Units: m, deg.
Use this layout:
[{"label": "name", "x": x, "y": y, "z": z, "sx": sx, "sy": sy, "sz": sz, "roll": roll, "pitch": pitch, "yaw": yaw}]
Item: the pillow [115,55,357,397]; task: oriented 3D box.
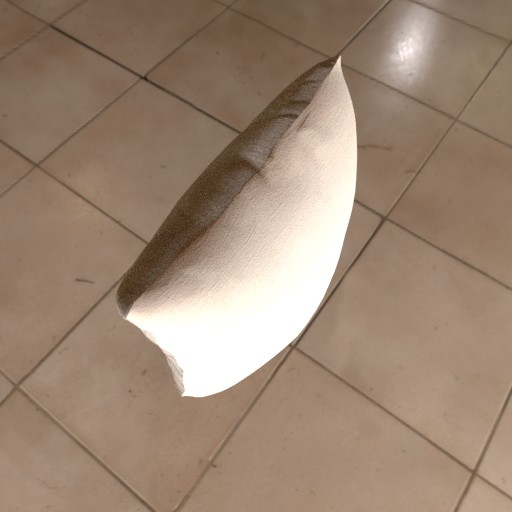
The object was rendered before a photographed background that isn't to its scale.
[{"label": "pillow", "x": 0.000, "y": 0.000, "z": 0.702, "sx": 0.245, "sy": 0.448, "sz": 0.450, "roll": 32, "pitch": 67, "yaw": 15}]
